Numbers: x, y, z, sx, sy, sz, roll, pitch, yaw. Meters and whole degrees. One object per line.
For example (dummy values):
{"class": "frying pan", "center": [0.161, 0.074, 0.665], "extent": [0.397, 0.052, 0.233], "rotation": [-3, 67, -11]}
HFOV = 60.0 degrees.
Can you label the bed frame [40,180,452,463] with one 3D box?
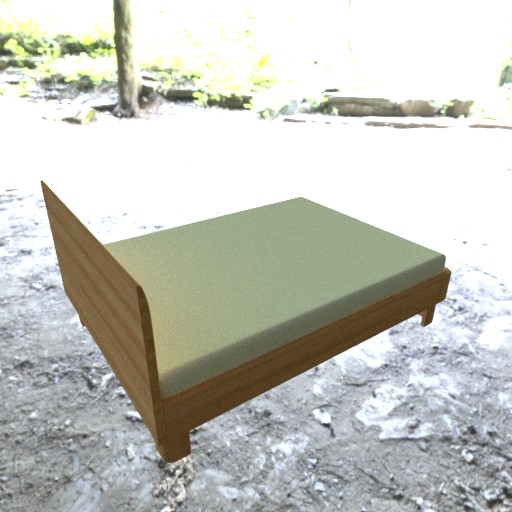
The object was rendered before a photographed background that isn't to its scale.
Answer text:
{"class": "bed frame", "center": [0.000, 0.000, 2.719], "extent": [1.992, 0.940, 1.472], "rotation": [-17, 31, -31]}
